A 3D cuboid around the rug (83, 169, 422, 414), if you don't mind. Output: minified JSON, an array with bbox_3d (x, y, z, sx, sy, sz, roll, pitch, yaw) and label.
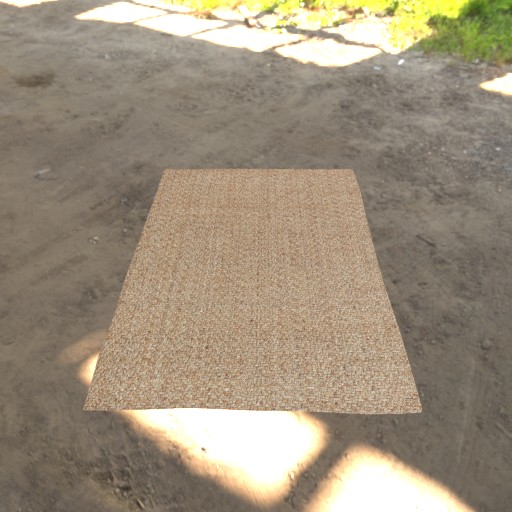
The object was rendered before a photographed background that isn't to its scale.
[{"bbox_3d":[0.000,0.000,2.791,1.566,0.013,2.141,0,41,0],"label":"rug"}]
